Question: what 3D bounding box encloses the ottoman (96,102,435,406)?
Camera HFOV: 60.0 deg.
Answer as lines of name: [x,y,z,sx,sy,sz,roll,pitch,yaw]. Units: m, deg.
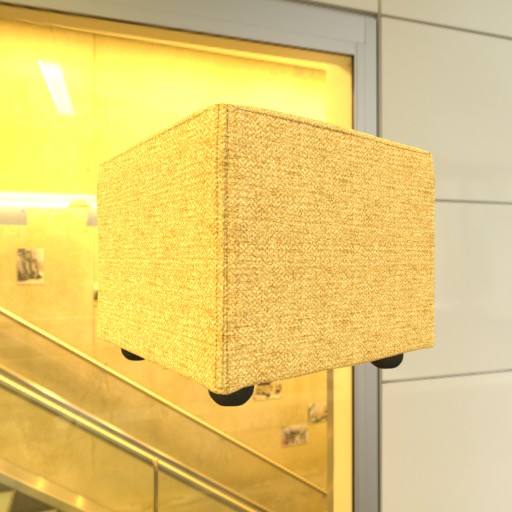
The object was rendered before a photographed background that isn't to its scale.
ottoman: [0.000,0.000,0.905,0.505,0.441,0.512,0,0,-37]
